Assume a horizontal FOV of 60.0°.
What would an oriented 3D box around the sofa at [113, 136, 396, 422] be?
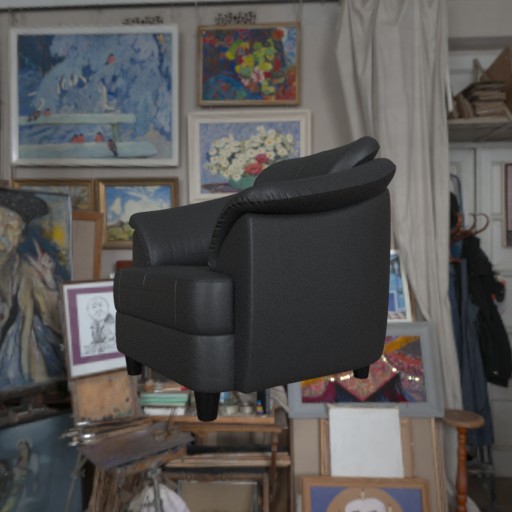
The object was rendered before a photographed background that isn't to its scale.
[{"bbox_3d":[0.000,0.000,1.500,0.794,0.811,0.870,0,0,-35],"label":"sofa"}]
